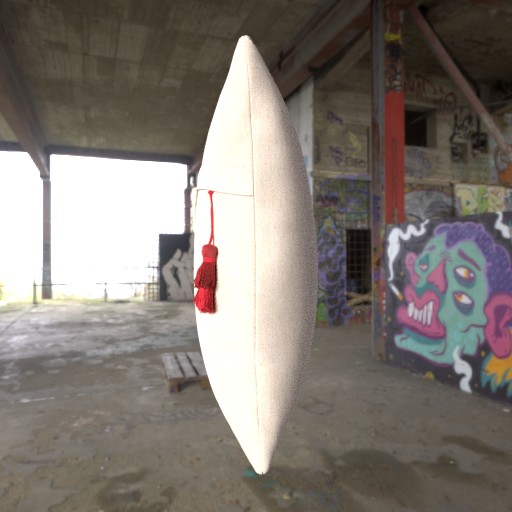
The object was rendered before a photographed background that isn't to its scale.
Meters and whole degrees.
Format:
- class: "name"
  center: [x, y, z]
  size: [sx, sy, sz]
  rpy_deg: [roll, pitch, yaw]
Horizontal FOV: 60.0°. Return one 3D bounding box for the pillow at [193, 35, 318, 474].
- class: "pillow"
  center: [0.000, 0.000, 0.653]
  size: [0.173, 0.436, 0.433]
  rpy_deg: [0, -1, 0]
